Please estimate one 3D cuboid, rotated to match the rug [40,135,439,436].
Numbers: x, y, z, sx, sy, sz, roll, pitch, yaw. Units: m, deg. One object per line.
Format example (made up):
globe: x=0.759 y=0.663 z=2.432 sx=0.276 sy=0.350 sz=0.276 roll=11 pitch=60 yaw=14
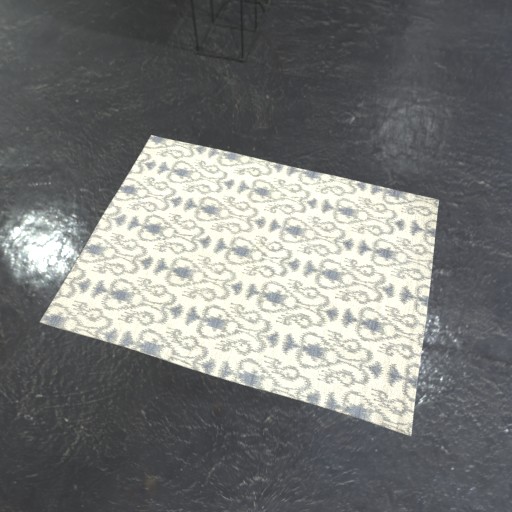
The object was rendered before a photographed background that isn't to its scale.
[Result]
rug: x=0.000 y=0.000 z=2.954 sx=2.261 sy=0.013 sz=1.676 roll=15 pitch=60 yaw=9
